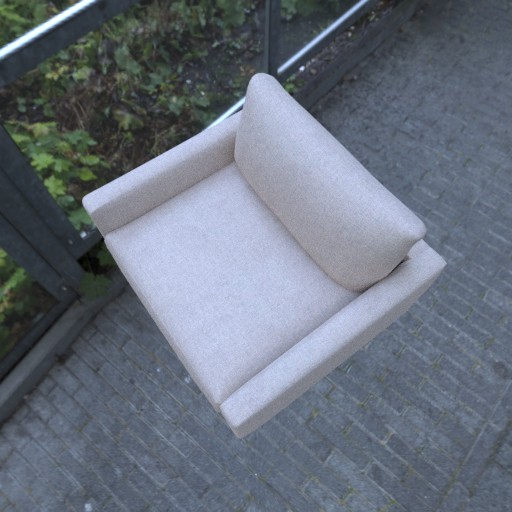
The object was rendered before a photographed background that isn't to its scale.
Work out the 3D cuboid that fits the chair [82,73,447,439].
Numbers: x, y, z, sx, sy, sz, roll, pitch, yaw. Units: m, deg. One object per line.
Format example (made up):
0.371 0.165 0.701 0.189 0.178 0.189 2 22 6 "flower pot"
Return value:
0.000 0.000 1.648 0.866 0.861 0.963 -34 68 -15 "chair"
